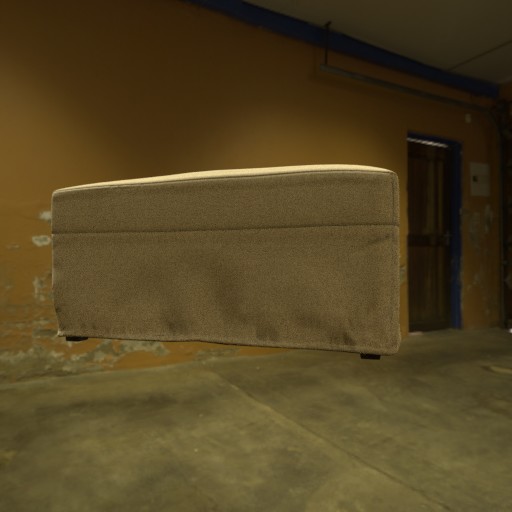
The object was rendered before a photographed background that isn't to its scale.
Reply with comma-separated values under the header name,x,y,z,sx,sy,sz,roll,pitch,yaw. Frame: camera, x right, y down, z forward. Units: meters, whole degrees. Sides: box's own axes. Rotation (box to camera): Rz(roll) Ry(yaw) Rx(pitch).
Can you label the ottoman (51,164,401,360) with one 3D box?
name,x,y,z,sx,sy,sz,roll,pitch,yaw
ottoman,0.000,0.000,1.364,0.840,0.436,0.843,0,-1,17
